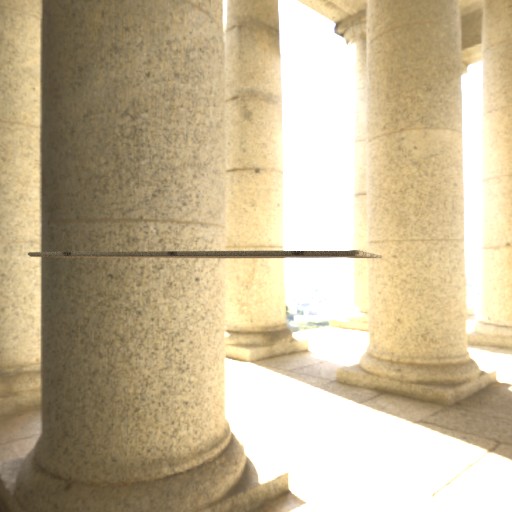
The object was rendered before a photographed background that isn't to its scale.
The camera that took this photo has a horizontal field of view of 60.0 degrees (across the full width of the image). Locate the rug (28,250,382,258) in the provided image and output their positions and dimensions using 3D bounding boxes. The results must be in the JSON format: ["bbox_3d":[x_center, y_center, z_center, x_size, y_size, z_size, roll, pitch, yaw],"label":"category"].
[{"bbox_3d":[0.000,0.000,3.448,1.801,0.026,2.701,0,-1,18],"label":"rug"}]
